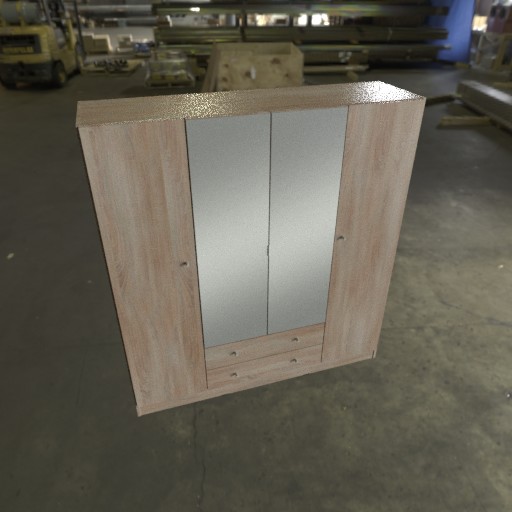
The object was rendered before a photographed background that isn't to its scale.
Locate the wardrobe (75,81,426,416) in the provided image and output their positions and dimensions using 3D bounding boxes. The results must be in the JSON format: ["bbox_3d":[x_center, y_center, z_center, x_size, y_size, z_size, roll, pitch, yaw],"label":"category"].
[{"bbox_3d":[0.000,0.000,3.181,1.998,2.159,0.598,-10,33,-15],"label":"wardrobe"}]
